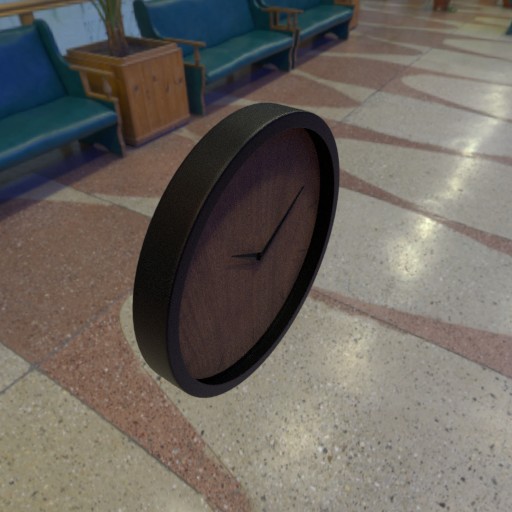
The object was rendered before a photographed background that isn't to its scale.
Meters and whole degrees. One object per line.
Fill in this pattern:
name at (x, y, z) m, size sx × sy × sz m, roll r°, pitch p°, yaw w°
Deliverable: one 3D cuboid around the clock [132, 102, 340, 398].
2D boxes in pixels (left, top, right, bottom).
clock at (0.000, 0.000, 0.480) m, size 0.040 × 0.314 × 0.314 m, roll 24°, pitch 44°, yaw 27°
